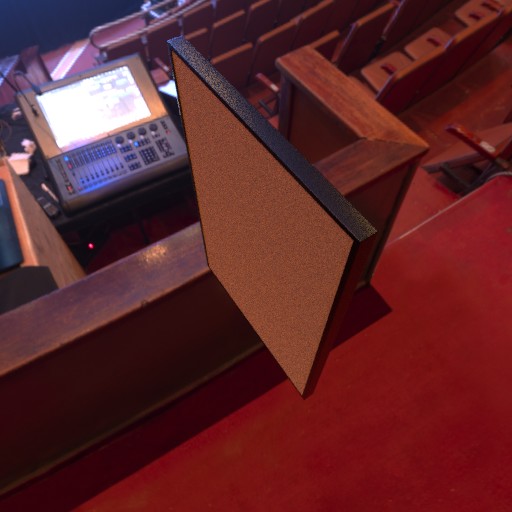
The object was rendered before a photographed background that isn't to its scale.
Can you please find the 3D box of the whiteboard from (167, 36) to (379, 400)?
[{"bbox_3d":[0.000,0.000,0.788,0.026,0.611,0.406,-30,62,-17],"label":"whiteboard"}]
